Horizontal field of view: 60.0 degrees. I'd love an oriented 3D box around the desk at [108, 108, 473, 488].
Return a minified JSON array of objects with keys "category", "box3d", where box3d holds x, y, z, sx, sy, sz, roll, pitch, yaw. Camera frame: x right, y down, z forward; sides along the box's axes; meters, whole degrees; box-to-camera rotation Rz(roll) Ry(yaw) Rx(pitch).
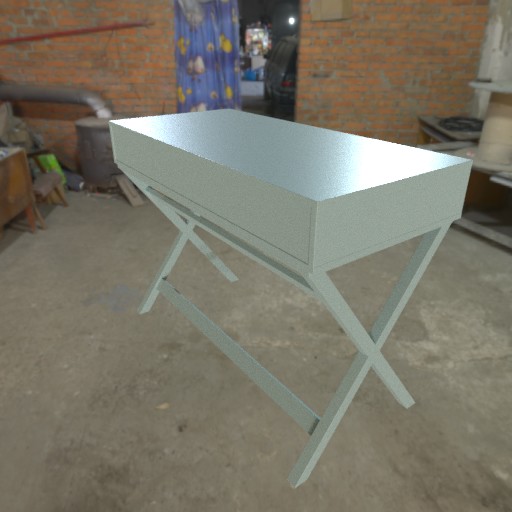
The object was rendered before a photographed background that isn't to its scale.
[{"category":"desk","box3d":[0.000,0.000,1.473,0.509,0.780,1.059,-18,31,-32]}]
